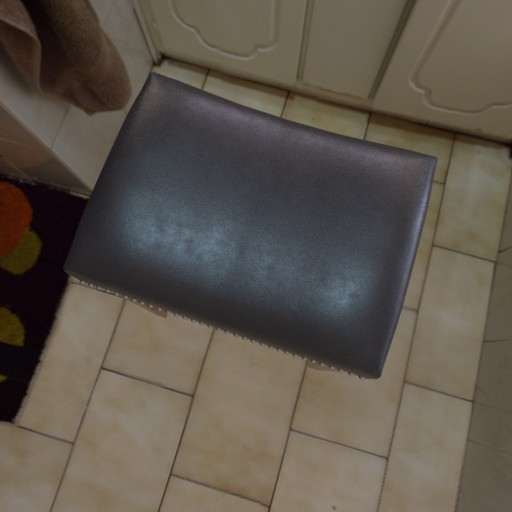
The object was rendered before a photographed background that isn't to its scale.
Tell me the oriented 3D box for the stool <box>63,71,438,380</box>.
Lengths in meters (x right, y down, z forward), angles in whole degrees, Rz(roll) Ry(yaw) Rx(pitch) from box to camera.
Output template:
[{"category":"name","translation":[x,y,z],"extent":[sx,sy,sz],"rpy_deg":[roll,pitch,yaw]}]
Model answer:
[{"category":"stool","translation":[0.000,0.000,0.968],"extent":[0.504,0.654,0.372],"rpy_deg":[18,77,4]}]
